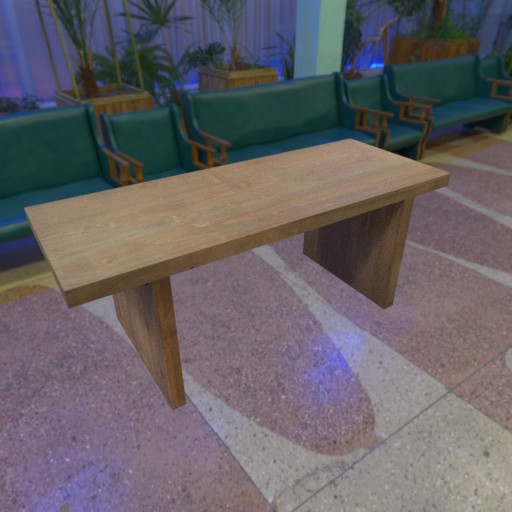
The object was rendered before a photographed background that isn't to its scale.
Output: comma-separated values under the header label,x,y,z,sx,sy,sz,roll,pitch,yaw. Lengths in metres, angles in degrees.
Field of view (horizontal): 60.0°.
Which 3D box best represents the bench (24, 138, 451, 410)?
label,x,y,z,sx,sy,sz,roll,pitch,yaw
bench,0.000,0.000,1.416,1.183,0.458,0.458,-18,36,-28
